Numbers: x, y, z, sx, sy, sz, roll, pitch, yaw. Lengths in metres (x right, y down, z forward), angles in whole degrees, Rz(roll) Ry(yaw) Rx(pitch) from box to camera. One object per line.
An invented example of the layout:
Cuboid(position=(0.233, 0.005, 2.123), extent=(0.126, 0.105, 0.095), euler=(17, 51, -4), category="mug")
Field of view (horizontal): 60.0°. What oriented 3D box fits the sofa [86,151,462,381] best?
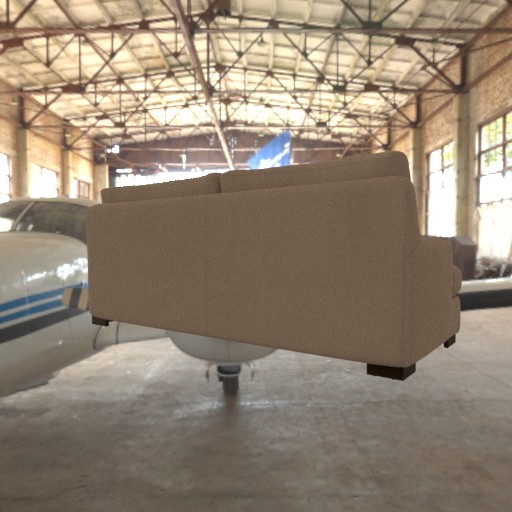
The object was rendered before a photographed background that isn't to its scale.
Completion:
Cuboid(position=(0.000, 0.000, 2.666), extent=(2.147, 0.925, 0.929), euler=(1, 2, 37), category="sofa")
